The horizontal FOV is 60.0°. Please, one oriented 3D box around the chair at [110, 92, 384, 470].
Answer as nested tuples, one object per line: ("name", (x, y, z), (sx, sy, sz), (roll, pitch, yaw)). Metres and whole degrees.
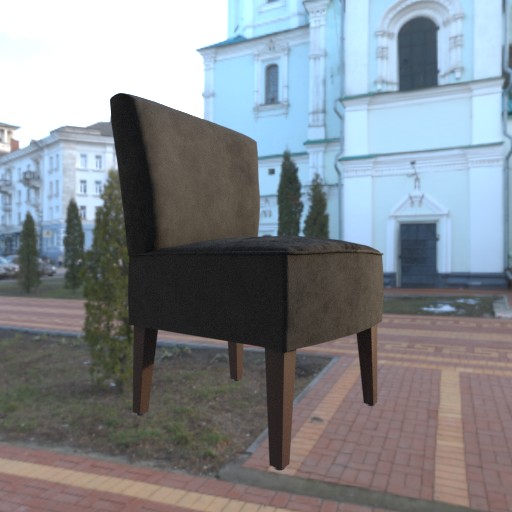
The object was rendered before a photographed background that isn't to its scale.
("chair", (0.000, 0.000, 1.145), (0.554, 0.806, 0.521), (0, 0, 36))
